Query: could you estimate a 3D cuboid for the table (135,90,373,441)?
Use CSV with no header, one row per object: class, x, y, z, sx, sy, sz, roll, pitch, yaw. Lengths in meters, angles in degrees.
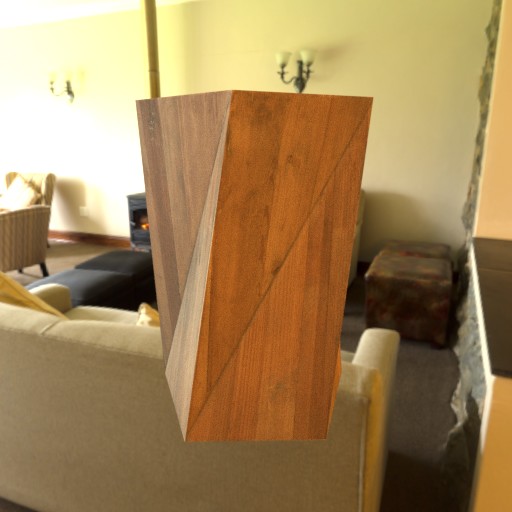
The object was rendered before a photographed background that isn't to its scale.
table,0.000,0.000,0.914,0.425,0.604,0.441,-7,17,-25
